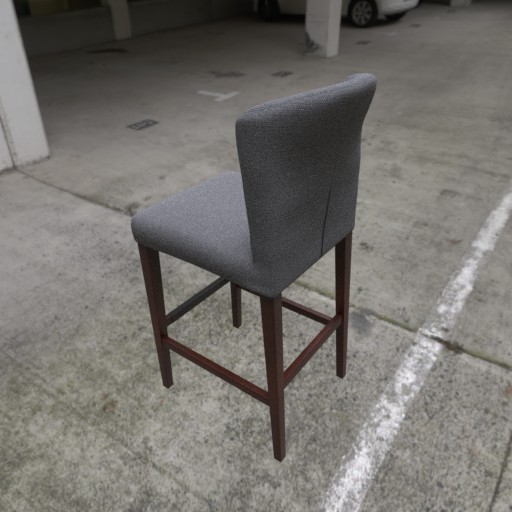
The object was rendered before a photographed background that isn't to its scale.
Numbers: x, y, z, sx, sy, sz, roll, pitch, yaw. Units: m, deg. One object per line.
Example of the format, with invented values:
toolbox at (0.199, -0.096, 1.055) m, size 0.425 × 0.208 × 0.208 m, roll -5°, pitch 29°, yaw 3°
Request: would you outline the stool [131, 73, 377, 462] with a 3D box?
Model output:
stool at (0.000, 0.000, 1.352) m, size 0.568 × 1.069 × 0.486 m, roll 21°, pitch 37°, yaw 30°
